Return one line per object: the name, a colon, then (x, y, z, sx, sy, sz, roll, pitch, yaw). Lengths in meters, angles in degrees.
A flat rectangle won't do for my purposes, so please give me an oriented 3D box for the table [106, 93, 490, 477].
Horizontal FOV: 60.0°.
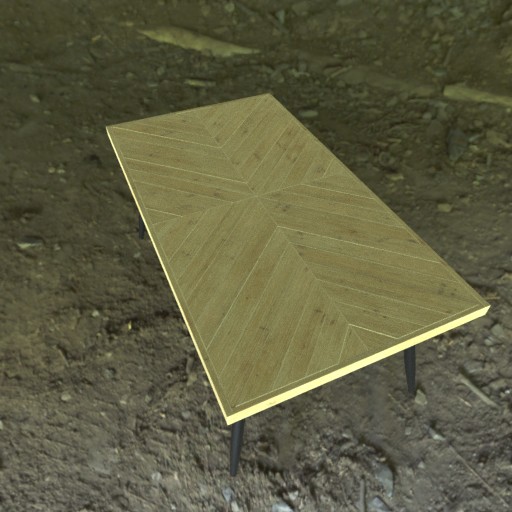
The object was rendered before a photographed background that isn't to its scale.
table: (0.000, 0.000, 2.258, 0.991, 0.762, 1.803, -18, 48, -17)
